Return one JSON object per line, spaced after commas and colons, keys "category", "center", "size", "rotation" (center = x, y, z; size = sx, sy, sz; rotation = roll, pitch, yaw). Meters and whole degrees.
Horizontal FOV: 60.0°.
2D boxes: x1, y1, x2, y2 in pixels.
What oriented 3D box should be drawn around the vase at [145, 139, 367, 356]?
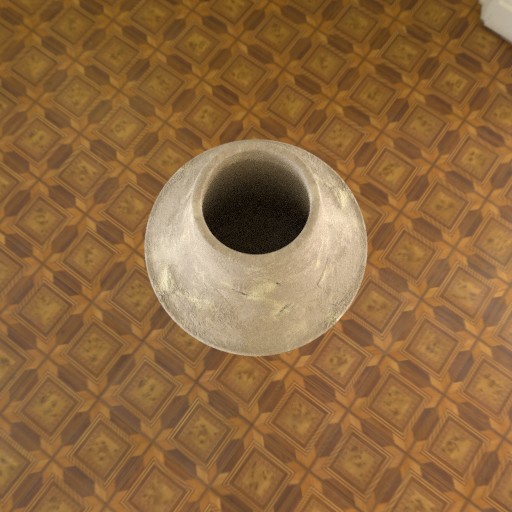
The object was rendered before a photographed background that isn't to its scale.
{"category": "vase", "center": [0.000, 0.000, 0.417], "size": [0.184, 0.305, 0.184], "rotation": [0, 77, 0]}
